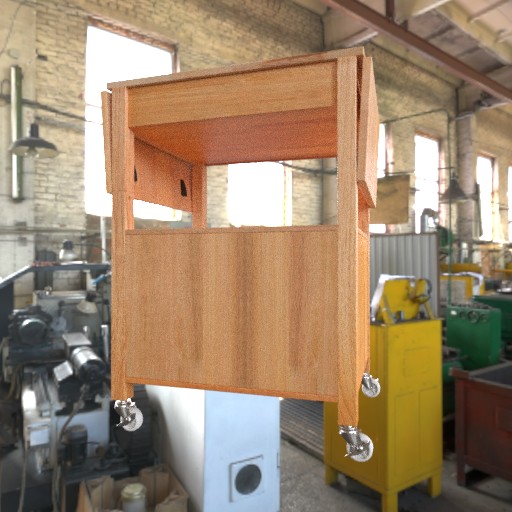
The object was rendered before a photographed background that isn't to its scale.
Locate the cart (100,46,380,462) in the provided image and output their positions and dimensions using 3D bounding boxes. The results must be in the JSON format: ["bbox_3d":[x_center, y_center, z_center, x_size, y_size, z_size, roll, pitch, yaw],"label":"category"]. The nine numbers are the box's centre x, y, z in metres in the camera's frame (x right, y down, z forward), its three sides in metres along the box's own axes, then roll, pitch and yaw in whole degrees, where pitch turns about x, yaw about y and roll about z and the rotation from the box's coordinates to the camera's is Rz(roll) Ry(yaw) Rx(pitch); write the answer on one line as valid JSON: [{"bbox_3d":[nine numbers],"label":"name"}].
[{"bbox_3d":[0.000,0.000,1.213,0.640,0.838,0.508,0,-1,17],"label":"cart"}]
